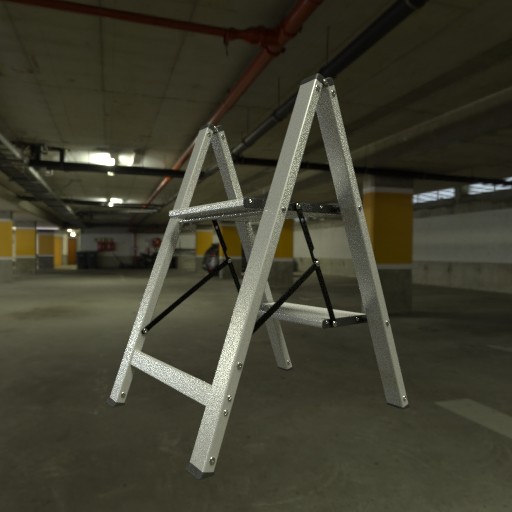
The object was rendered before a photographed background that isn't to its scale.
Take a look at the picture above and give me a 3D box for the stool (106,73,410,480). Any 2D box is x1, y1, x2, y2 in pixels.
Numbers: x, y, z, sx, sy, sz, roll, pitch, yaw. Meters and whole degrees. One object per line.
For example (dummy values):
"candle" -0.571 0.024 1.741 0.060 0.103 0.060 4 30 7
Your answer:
"stool" 0.000 0.000 0.996 0.535 0.670 0.440 0 1 -36
